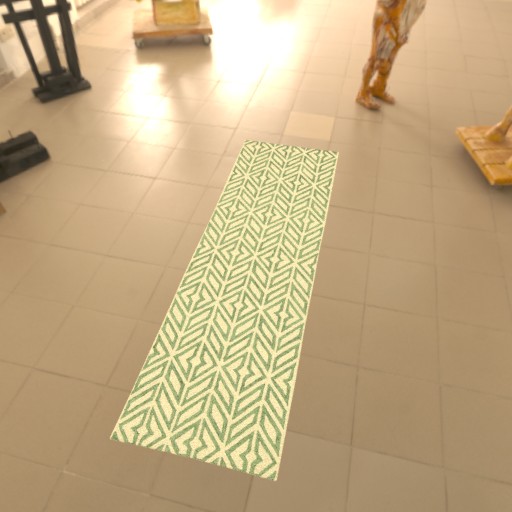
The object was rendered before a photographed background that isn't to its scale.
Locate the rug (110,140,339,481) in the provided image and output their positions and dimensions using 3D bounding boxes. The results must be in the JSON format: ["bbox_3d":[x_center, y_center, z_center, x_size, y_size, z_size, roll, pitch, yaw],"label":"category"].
[{"bbox_3d":[0.000,0.000,2.697,0.750,0.009,2.435,10,48,9],"label":"rug"}]
